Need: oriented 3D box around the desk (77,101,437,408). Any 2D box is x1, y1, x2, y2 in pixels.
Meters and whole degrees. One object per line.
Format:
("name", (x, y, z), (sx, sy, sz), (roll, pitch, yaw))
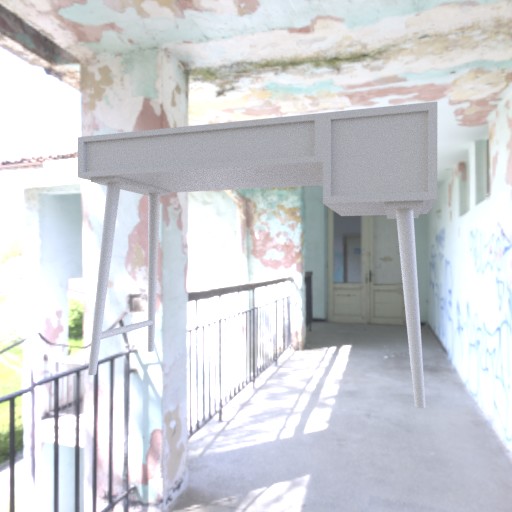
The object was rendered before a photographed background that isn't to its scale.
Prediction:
("desk", (0.000, 0.000, 1.449), (1.069, 0.761, 0.409), (0, 0, 18))
